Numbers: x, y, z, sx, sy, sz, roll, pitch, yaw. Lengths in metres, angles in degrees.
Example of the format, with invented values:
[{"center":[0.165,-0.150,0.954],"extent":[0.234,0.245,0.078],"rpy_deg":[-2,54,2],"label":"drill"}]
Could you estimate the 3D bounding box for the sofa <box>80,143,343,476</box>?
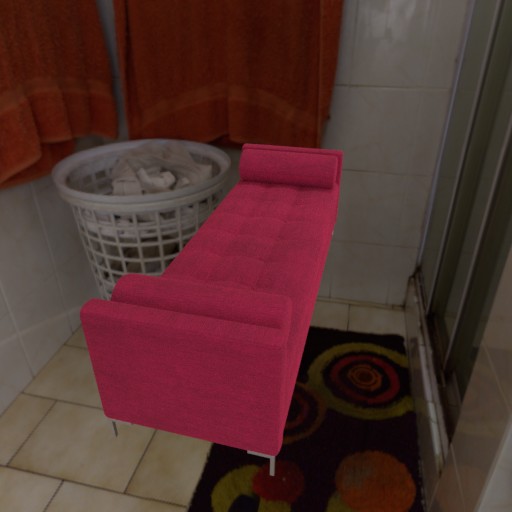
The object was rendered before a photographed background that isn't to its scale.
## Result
[{"center":[0.000,0.000,2.337],"extent":[0.686,0.635,1.981],"rpy_deg":[8,31,13],"label":"sofa"}]
